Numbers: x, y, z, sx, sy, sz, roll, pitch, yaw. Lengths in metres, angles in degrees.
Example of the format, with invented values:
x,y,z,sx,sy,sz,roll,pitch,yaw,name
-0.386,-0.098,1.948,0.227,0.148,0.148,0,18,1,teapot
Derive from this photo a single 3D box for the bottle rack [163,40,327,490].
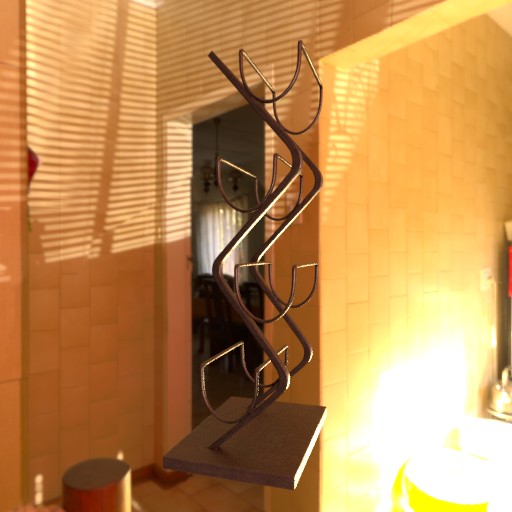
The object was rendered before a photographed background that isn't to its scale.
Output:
x,y,z,sx,sy,sz,roll,pitch,yaw,name
0.000,0.000,0.675,0.178,0.559,0.254,0,1,18,bottle rack
